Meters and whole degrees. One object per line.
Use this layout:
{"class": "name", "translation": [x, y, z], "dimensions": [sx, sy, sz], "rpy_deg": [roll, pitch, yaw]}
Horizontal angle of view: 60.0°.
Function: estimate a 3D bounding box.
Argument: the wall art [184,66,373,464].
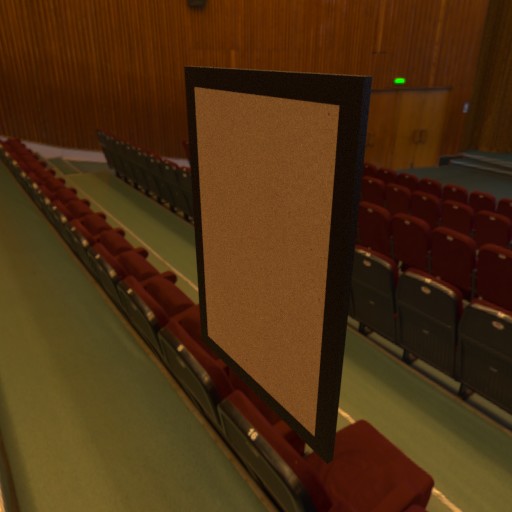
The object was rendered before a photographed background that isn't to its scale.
{"class": "wall art", "translation": [0.000, 0.000, 0.688], "dimensions": [0.013, 0.534, 0.381], "rpy_deg": [-17, 30, -32]}
